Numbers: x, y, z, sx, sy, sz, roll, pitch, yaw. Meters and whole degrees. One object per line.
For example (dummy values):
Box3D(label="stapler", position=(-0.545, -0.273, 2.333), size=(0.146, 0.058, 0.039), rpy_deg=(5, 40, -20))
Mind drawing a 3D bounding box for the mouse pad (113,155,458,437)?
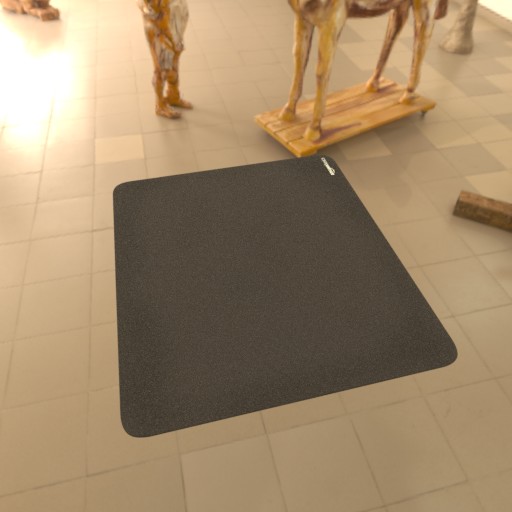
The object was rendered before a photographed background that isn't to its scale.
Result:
Box3D(label="mouse pad", position=(0.000, 0.000, 0.636), size=(0.393, 0.002, 0.451), rpy_deg=(-10, 46, -10))
